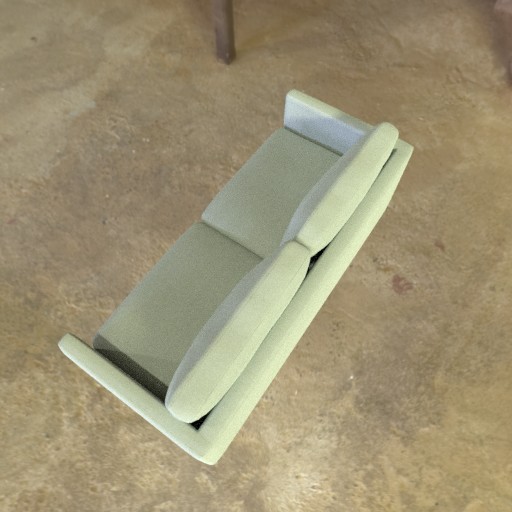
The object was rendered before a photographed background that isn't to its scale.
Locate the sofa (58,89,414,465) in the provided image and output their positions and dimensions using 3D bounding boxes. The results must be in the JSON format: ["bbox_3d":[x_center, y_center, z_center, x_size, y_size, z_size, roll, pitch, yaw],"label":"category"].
[{"bbox_3d":[0.000,0.000,2.729,0.951,0.965,2.208,32,67,15],"label":"sofa"}]
